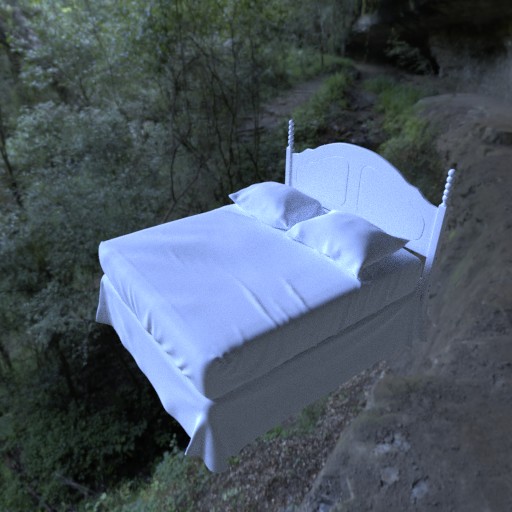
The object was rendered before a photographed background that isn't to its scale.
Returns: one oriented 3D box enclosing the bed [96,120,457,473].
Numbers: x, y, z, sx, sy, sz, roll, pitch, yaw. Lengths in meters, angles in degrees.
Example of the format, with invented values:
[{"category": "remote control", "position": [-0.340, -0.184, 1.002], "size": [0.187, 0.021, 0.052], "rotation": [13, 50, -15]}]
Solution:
[{"category": "bed", "position": [0.000, 0.000, 3.228], "size": [2.040, 1.356, 1.873], "rotation": [-20, 36, -31]}]
